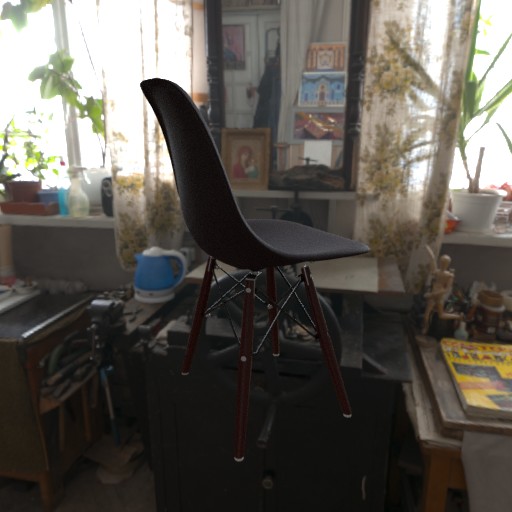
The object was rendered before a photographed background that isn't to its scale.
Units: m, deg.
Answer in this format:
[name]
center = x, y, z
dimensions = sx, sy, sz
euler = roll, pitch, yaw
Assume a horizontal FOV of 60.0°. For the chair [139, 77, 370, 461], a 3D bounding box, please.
[chair]
center = 0.000, 0.000, 1.151
dimensions = 0.533, 0.826, 0.470
euler = -8, 17, -27
